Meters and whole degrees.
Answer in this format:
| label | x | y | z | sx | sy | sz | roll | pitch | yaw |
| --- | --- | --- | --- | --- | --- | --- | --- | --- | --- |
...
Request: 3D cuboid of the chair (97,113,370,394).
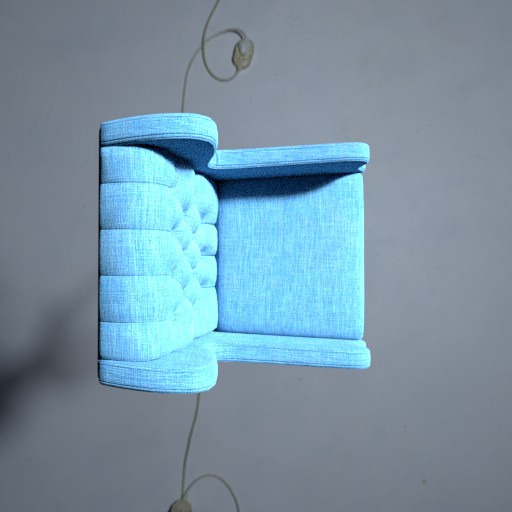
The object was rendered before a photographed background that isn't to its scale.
| label | x | y | z | sx | sy | sz | roll | pitch | yaw |
| --- | --- | --- | --- | --- | --- | --- | --- | --- | --- |
| chair | 0.000 | 0.000 | 1.488 | 0.775 | 0.952 | 0.711 | 0 | 89 | -1 |
